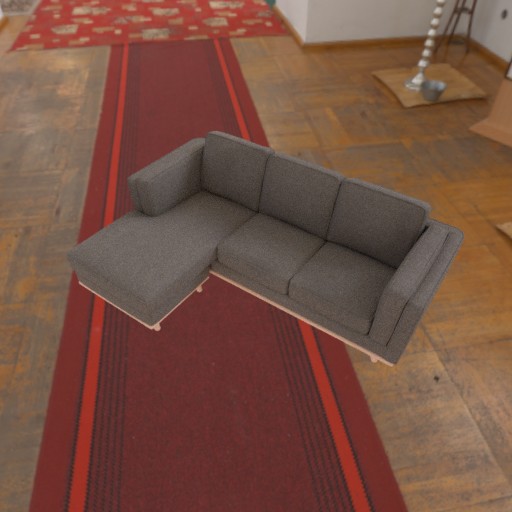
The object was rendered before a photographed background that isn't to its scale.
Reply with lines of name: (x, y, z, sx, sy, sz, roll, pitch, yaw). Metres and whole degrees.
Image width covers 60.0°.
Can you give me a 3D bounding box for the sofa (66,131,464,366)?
sofa: (0.000, 0.000, 3.220, 2.411, 0.929, 1.604, 25, 48, 25)
